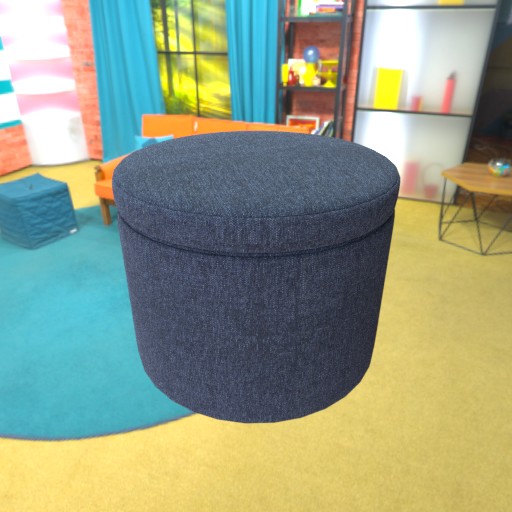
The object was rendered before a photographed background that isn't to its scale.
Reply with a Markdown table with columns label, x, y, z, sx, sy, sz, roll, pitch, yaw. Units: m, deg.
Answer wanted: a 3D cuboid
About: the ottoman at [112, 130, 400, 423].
| label | x | y | z | sx | sy | sz | roll | pitch | yaw |
| --- | --- | --- | --- | --- | --- | --- | --- | --- | --- |
| ottoman | 0.000 | 0.000 | 0.880 | 0.500 | 0.419 | 0.500 | 0 | 28 | 0 |
